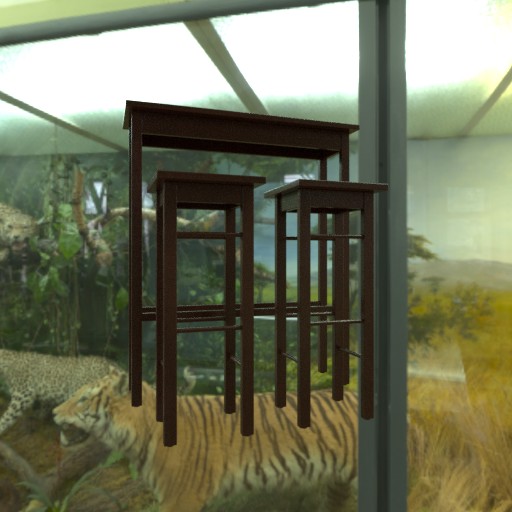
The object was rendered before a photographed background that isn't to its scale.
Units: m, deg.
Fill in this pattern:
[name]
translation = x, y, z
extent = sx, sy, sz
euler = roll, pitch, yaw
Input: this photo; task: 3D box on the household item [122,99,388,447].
[household item]
translation = 0.000, 0.000, 1.624
extent = 0.914, 1.067, 0.676
euler = 0, 0, -19
